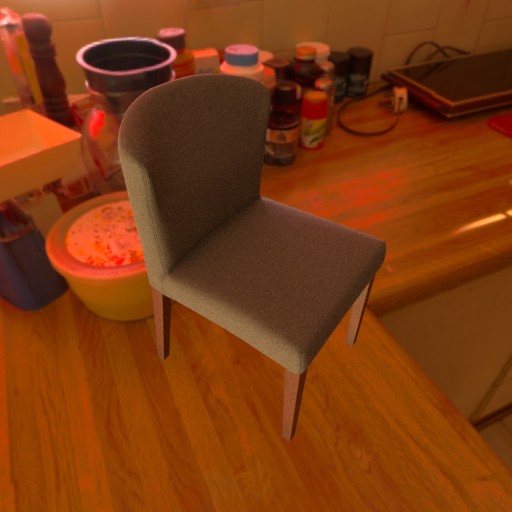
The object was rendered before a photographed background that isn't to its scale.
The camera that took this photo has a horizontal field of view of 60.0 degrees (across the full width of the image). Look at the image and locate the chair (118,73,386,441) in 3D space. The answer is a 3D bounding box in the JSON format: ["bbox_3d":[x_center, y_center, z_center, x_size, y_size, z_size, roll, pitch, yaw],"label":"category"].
[{"bbox_3d":[0.000,0.000,1.239,0.592,0.839,0.491,25,48,25],"label":"chair"}]
